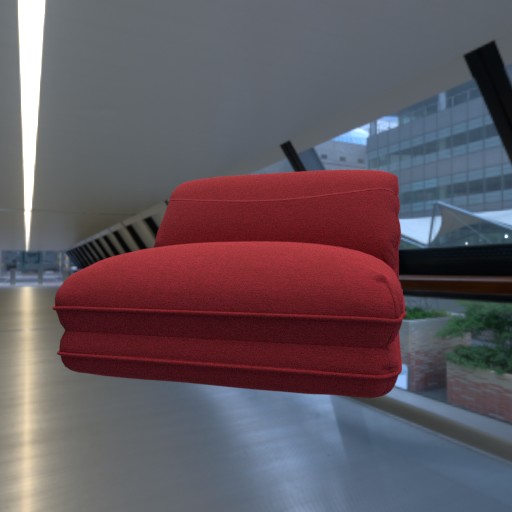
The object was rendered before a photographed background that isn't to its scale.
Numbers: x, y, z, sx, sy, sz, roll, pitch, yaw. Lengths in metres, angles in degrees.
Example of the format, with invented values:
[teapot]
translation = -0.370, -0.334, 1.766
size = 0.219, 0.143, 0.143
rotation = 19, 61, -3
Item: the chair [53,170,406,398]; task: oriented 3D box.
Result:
[chair]
translation = 0.000, 0.000, 1.295
size = 0.820, 0.580, 0.780
rotation = 0, -1, 17
